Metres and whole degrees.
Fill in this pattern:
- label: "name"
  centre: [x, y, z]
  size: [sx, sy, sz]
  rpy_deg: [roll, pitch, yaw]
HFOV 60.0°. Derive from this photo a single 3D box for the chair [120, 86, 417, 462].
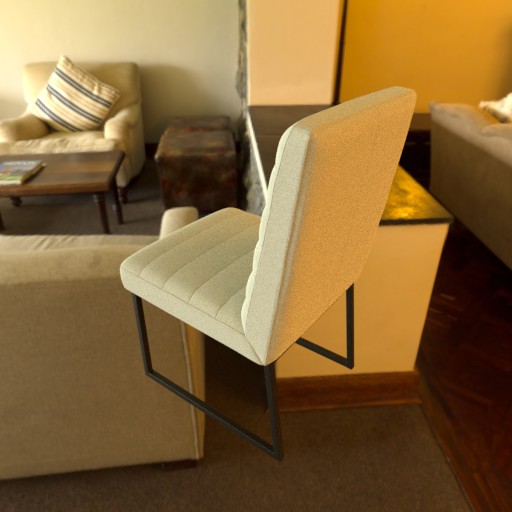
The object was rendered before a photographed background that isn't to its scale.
- label: "chair"
  centre: [0.000, 0.000, 1.287]
  size: [0.634, 0.930, 0.520]
  rpy_deg: [20, 36, 31]
